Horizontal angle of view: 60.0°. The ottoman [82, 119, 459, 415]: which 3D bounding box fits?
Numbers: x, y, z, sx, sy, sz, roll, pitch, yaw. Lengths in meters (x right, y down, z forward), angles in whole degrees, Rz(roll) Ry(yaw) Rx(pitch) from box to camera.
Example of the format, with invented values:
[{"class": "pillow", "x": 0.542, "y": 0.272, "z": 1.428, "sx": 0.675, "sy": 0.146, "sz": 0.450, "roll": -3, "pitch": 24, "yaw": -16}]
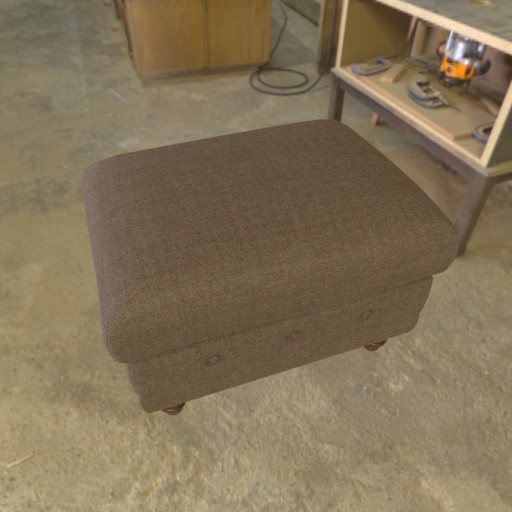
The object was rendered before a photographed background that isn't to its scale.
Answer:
[{"class": "ottoman", "x": 0.000, "y": 0.000, "z": 1.223, "sx": 0.809, "sy": 0.555, "sz": 0.599, "roll": -14, "pitch": 45, "yaw": -14}]
